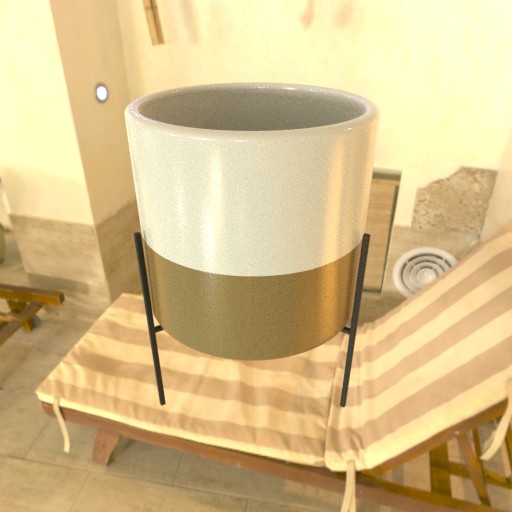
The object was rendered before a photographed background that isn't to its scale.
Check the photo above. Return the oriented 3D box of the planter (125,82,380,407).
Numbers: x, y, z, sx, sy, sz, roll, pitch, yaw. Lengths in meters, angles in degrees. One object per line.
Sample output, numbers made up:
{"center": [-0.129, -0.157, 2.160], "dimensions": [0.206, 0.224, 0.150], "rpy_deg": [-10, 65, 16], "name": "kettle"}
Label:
{"center": [0.000, 0.000, 0.643], "dimensions": [0.310, 0.432, 0.310], "rpy_deg": [8, 31, 14], "name": "planter"}
